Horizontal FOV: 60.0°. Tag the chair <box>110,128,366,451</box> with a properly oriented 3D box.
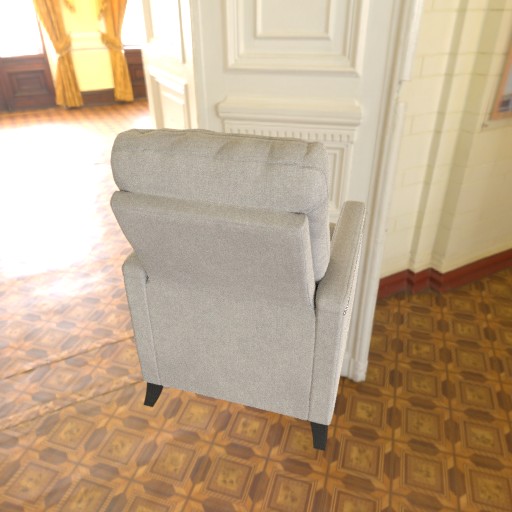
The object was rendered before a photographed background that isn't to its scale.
[{"bbox_3d":[0.000,0.000,1.597,0.710,1.049,0.922,9,32,14],"label":"chair"}]
